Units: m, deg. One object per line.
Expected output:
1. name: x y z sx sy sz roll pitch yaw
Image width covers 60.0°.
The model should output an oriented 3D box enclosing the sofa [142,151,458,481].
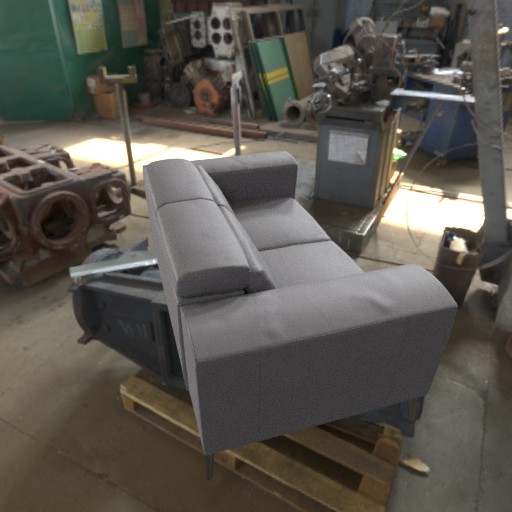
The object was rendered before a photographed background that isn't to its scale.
1. sofa: 0.000 0.000 2.372 1.003 0.779 1.895 -9 32 -15
